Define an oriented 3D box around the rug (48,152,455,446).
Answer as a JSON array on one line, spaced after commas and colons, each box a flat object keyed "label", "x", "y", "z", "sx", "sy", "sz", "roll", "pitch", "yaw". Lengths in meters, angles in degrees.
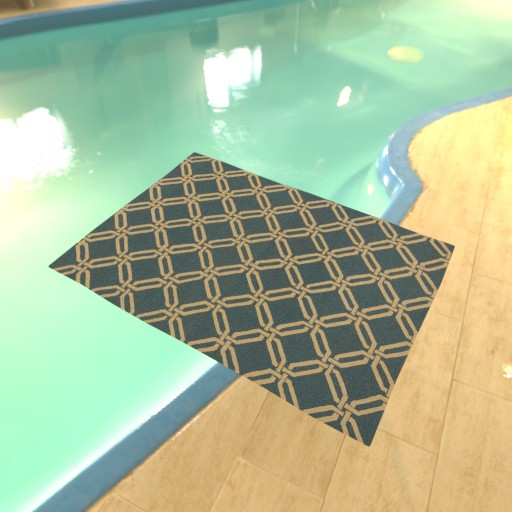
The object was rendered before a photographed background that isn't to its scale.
[{"label": "rug", "x": 0.000, "y": 0.000, "z": 2.819, "sx": 2.135, "sy": 0.013, "sz": 1.524, "roll": 24, "pitch": 50, "yaw": 21}]
